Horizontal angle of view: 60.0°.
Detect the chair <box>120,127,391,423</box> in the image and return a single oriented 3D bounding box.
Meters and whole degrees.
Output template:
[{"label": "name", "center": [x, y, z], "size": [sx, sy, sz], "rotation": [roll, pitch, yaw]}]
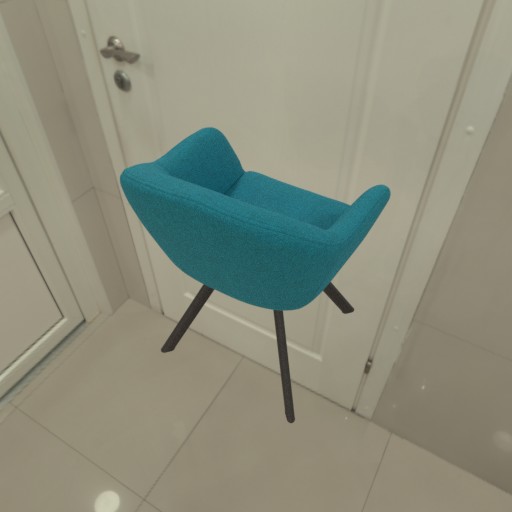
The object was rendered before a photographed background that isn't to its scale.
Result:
[{"label": "chair", "center": [0.000, 0.000, 1.198], "size": [0.545, 0.775, 0.565], "rotation": [23, 49, 21]}]
